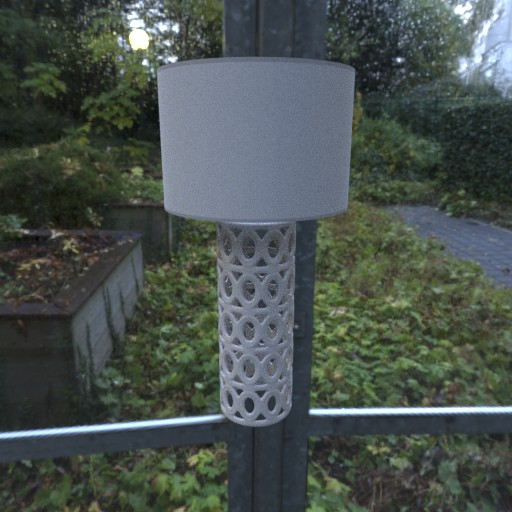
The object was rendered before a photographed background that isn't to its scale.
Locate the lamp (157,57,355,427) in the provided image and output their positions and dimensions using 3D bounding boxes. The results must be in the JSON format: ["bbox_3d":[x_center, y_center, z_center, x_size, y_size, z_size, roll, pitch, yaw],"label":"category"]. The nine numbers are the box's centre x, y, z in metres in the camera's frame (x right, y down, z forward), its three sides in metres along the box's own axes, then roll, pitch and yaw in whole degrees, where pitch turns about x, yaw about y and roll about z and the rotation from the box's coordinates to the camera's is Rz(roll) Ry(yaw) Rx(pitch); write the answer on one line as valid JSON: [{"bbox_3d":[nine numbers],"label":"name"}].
[{"bbox_3d":[0.000,0.000,0.827,0.324,0.636,0.325,3,16,10],"label":"lamp"}]
